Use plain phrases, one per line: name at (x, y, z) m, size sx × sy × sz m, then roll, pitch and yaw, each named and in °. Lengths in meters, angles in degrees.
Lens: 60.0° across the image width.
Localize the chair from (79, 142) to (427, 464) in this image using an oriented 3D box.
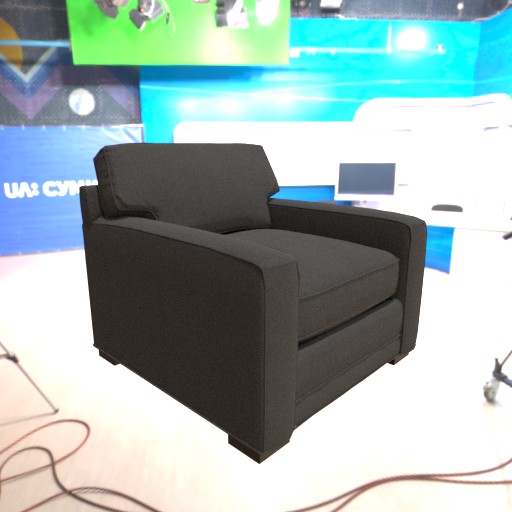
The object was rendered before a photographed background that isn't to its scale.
chair at (0.000, 0.000, 1.840) m, size 1.043 × 0.913 × 0.997 m, roll 13°, pitch 20°, yaw 42°
